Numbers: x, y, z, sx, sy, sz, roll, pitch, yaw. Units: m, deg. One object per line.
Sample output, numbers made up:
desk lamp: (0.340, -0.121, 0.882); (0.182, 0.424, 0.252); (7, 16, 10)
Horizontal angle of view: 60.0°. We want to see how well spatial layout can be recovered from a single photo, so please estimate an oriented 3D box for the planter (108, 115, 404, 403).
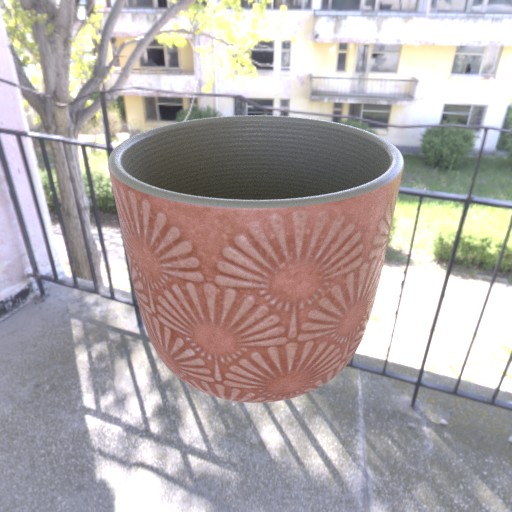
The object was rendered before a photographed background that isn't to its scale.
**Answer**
planter: (0.000, 0.000, 0.219); (0.124, 0.109, 0.124); (0, 30, 0)
